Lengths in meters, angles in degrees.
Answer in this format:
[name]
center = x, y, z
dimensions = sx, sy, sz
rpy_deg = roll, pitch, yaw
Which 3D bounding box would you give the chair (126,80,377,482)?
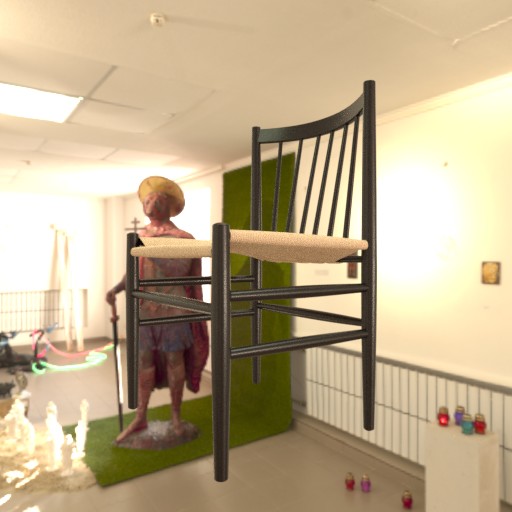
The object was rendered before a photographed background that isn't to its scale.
[chair]
center = 0.000, 0.000, 1.131
dimensions = 0.516, 0.818, 0.495
rpy_deg = 0, 0, -35
